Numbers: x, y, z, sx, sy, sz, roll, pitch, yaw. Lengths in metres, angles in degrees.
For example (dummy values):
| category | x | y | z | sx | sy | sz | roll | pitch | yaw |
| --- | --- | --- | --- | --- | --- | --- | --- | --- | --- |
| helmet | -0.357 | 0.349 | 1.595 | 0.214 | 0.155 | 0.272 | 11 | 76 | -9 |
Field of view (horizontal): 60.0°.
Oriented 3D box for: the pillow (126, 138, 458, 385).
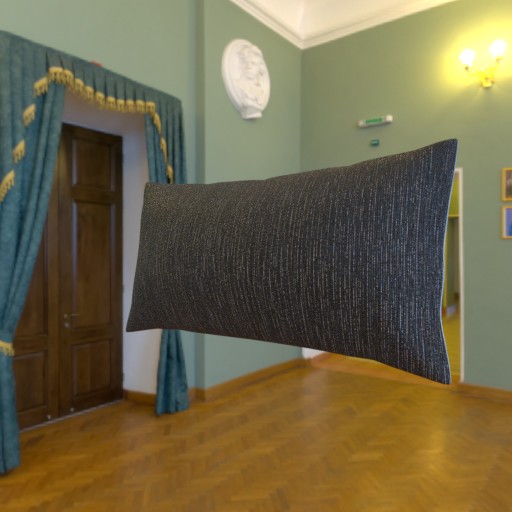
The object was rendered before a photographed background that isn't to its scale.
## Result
| category | x | y | z | sx | sy | sz | roll | pitch | yaw |
| --- | --- | --- | --- | --- | --- | --- | --- | --- | --- |
| pillow | 0.000 | 0.000 | 0.725 | 0.608 | 0.305 | 0.156 | 0 | 0 | 36 |
